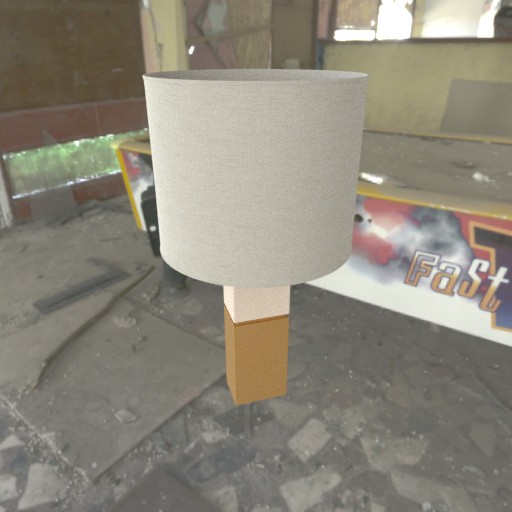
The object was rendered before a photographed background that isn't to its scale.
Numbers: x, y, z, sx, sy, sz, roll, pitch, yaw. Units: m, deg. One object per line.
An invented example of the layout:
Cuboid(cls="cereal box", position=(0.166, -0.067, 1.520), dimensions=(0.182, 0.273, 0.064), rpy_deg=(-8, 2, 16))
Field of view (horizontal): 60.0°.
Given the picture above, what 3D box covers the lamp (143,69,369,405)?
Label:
Cuboid(cls="lamp", position=(0.000, 0.000, 0.548), dimensions=(0.229, 0.417, 0.229), rpy_deg=(-7, 26, -16))
